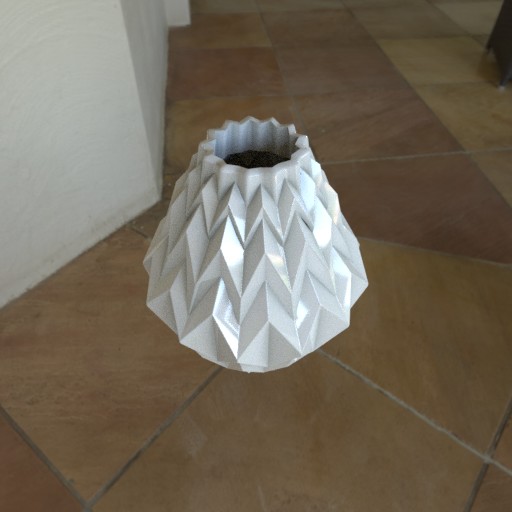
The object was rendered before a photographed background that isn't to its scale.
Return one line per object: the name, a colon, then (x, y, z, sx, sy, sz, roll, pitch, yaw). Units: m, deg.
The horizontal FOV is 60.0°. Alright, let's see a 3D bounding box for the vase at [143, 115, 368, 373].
vase: (0.000, 0.000, 0.319, 0.164, 0.185, 0.164, 0, 46, 0)
